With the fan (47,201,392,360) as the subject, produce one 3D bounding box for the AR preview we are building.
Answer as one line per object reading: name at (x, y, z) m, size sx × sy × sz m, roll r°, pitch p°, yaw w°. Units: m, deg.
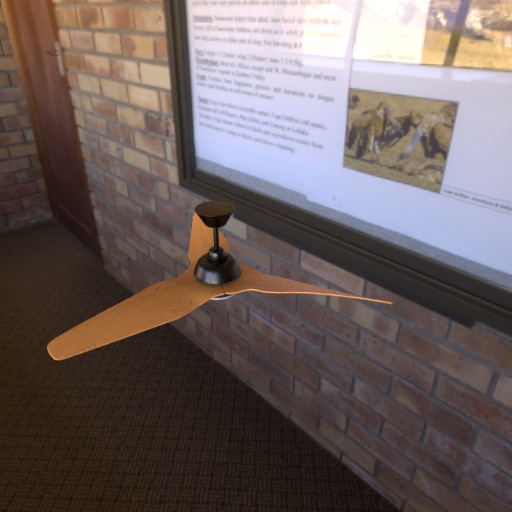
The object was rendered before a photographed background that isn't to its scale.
fan at (0.000, 0.000, 1.649) m, size 1.010 × 0.355 × 1.142 m, roll 8°, pitch 30°, yaw 13°
